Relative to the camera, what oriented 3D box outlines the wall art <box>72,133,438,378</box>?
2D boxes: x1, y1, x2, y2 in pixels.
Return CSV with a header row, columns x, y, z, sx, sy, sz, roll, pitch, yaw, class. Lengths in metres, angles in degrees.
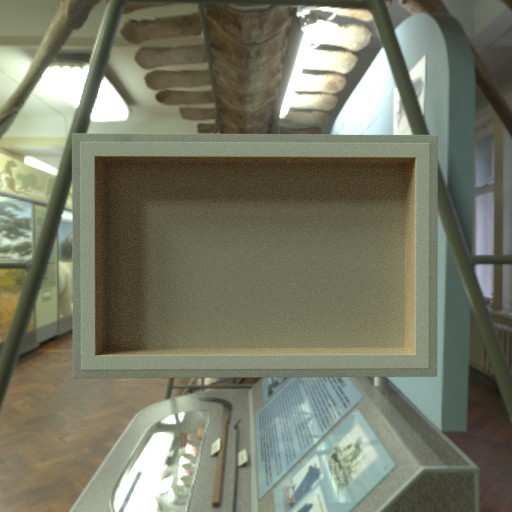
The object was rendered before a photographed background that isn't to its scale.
x,y,z,sx,sy,sz,roll,pitch,yaw,class
0.000,0.000,0.481,0.381,0.254,0.038,0,1,-1,wall art
